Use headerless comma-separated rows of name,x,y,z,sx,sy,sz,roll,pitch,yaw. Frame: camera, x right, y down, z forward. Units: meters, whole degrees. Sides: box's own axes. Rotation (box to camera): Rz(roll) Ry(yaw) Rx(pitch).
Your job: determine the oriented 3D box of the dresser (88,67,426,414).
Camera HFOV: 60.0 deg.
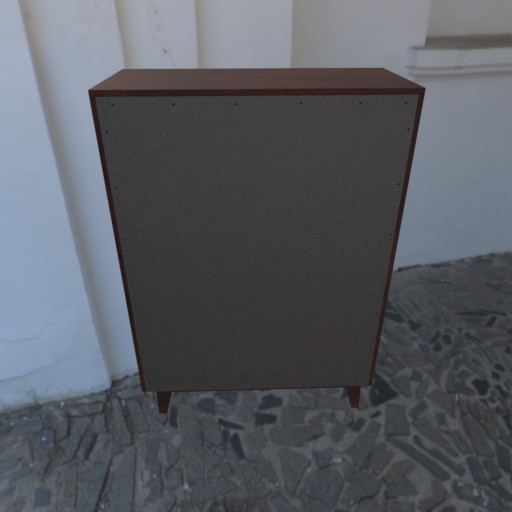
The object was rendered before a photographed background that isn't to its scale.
dresser,0.000,0.000,2.001,1.072,1.514,0.506,-1,30,-2
